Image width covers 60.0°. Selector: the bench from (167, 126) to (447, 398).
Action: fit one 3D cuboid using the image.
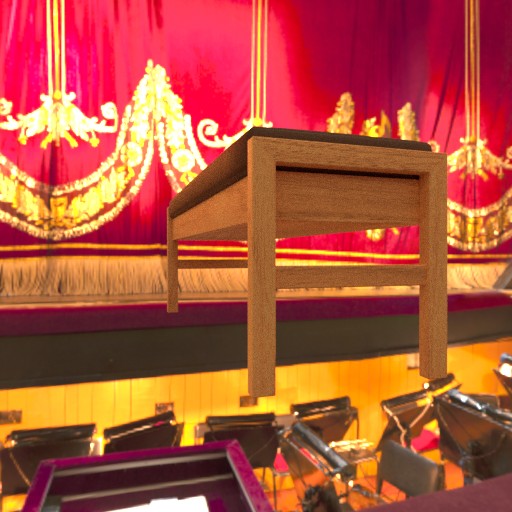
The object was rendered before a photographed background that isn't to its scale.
[{"bbox_3d":[0.000,0.000,1.383,0.405,0.480,1.200,0,0,-18],"label":"bench"}]
